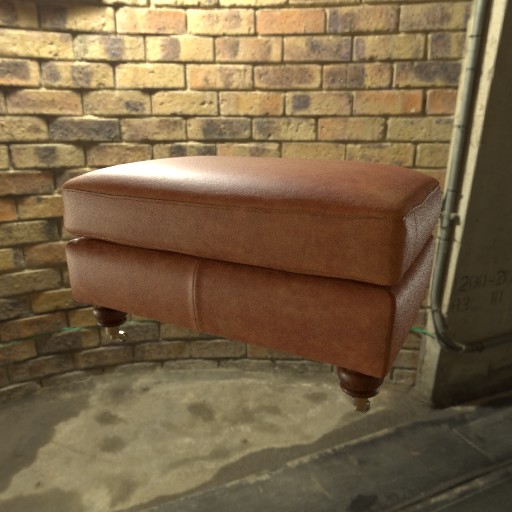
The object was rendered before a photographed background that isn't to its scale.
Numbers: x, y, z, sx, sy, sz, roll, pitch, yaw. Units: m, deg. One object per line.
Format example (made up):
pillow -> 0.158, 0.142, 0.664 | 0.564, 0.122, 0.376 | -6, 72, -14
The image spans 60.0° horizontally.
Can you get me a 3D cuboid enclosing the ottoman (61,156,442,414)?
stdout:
ottoman -> 0.000, 0.000, 1.173 | 0.852, 0.507, 0.565 | 8, 18, 27
